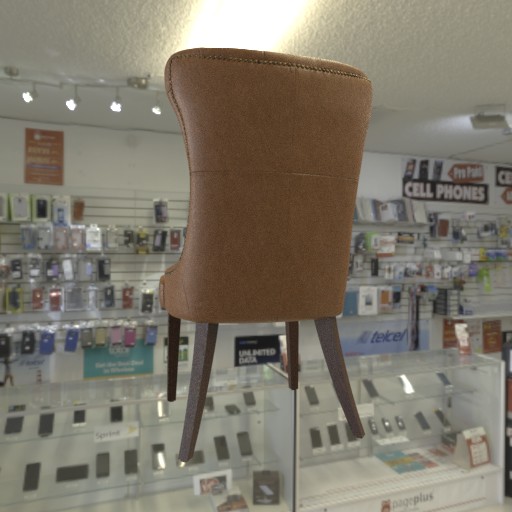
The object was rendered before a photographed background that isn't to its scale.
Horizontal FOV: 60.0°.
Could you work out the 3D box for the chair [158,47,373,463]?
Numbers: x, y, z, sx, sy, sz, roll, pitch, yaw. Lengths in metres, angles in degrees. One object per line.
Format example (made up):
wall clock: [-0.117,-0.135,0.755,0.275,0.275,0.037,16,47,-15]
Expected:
chair: [0.000,0.000,1.426,0.611,1.065,0.669,0,0,-17]
